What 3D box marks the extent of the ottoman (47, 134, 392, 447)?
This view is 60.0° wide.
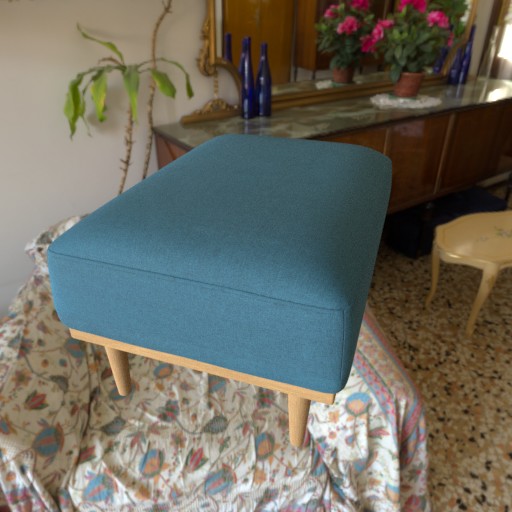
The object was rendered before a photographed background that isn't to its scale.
[{"bbox_3d":[0.000,0.000,1.052,0.549,0.428,0.749,10,31,16],"label":"ottoman"}]
